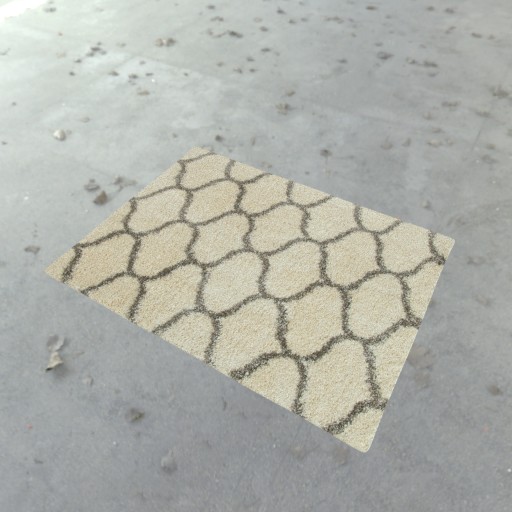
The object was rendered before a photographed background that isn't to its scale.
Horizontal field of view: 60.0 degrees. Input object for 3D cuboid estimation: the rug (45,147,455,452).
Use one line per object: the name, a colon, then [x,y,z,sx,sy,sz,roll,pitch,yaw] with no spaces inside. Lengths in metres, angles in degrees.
rug: [0.000,0.000,2.142,1.600,0.025,1.200,24,52,20]
